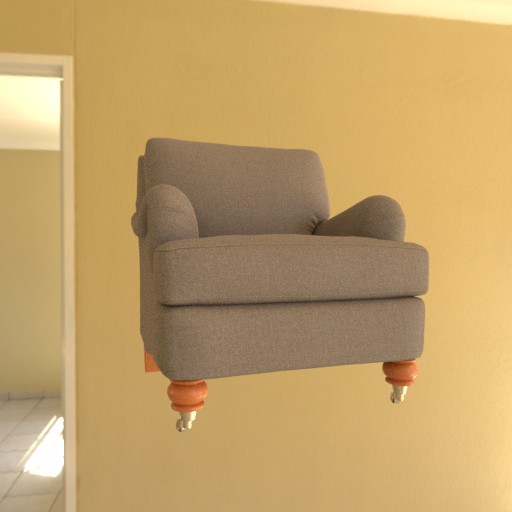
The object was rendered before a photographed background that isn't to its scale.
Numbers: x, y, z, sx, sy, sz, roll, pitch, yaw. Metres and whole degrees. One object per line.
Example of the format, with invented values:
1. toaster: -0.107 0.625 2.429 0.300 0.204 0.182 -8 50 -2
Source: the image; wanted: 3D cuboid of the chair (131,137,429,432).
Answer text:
1. chair: 0.000 0.000 1.821 0.955 1.038 1.070 0 1 -19
